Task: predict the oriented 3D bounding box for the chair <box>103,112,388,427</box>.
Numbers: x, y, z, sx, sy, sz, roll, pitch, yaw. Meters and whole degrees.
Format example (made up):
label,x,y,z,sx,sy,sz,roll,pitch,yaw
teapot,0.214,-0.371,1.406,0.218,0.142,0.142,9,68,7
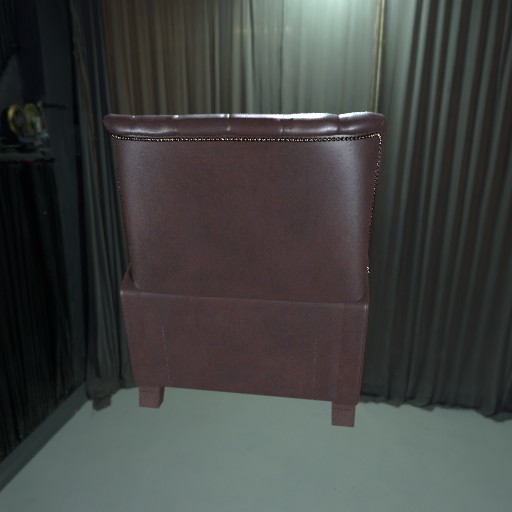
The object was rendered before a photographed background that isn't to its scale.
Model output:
label,x,y,z,sx,sy,sz,roll,pitch,yaw
chair,0.000,0.000,1.443,0.709,0.864,0.823,2,16,9
